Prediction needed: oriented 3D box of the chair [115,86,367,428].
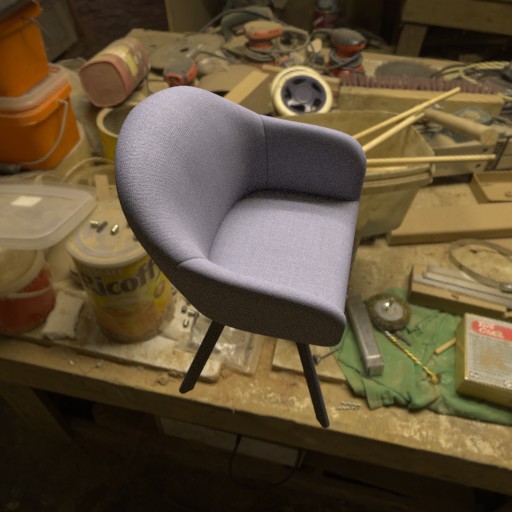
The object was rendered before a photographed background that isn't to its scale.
[{"bbox_3d":[0.000,0.000,1.172,0.550,0.795,0.590,10,49,9],"label":"chair"}]
